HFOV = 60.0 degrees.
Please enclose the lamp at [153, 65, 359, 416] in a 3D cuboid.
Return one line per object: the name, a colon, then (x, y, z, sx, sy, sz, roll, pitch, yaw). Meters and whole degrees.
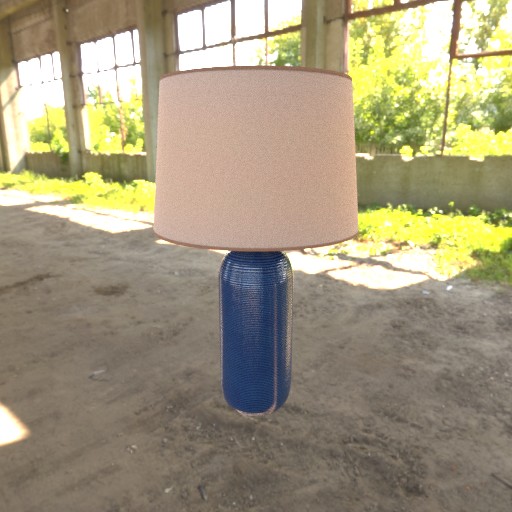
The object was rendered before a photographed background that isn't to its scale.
lamp: (0.000, 0.000, 0.825, 0.367, 0.609, 0.367, 0, 14, 0)
